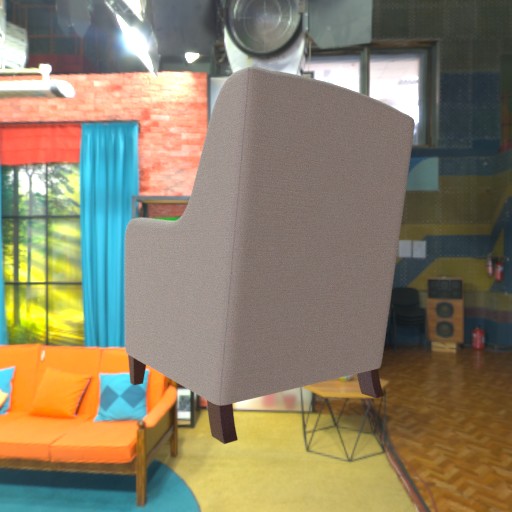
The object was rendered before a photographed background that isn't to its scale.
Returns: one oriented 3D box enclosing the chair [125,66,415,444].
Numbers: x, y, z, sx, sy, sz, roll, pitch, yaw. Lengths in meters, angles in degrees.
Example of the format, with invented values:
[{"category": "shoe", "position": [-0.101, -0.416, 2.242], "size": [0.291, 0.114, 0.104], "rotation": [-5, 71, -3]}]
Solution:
[{"category": "chair", "position": [0.000, 0.000, 1.657], "size": [0.715, 1.017, 0.896], "rotation": [0, 0, -37]}]
